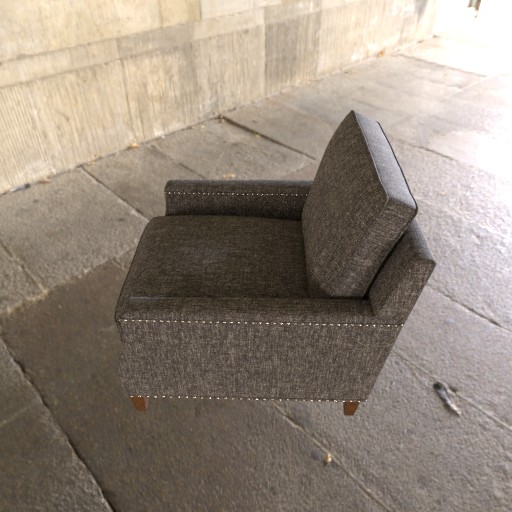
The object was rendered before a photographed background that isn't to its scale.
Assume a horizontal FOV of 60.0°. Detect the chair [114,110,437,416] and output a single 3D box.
[{"bbox_3d":[0.000,0.000,1.747,1.014,0.943,0.853,1,39,1],"label":"chair"}]
